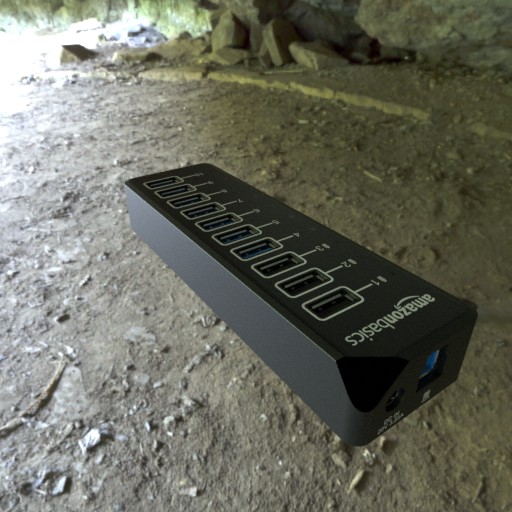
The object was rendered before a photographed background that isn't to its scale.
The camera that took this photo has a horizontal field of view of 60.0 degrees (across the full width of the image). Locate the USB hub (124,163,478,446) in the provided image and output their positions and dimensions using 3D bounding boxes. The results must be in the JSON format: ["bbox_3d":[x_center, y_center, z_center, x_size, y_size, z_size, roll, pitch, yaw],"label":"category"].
[{"bbox_3d":[0.000,0.000,0.161,0.044,0.023,0.145,-20,36,-30],"label":"USB hub"}]
